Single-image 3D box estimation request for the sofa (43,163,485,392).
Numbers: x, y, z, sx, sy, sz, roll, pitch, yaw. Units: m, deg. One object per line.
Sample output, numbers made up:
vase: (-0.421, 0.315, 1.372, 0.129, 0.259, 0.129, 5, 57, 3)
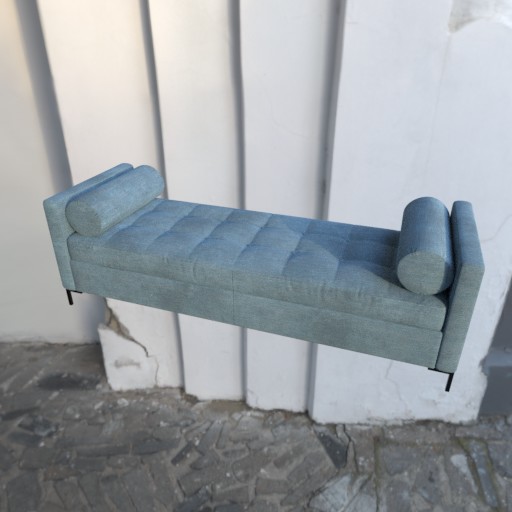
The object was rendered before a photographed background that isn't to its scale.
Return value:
sofa: (0.000, 0.000, 2.292, 1.981, 0.635, 0.686, 9, 30, 17)
